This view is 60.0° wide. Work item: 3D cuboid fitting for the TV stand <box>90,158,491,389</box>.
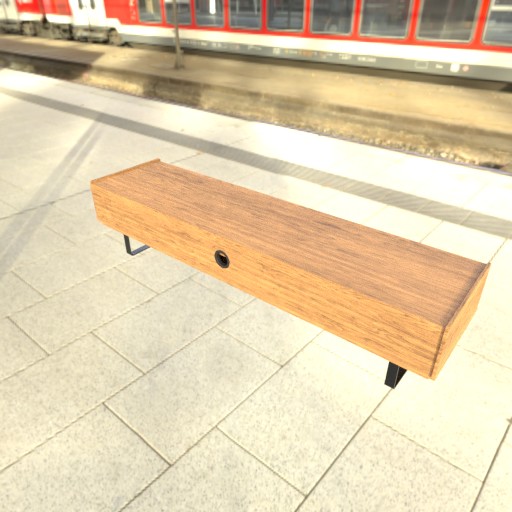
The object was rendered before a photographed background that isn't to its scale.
[{"bbox_3d":[0.000,0.000,2.016,1.796,0.415,0.467,23,38,32],"label":"TV stand"}]
